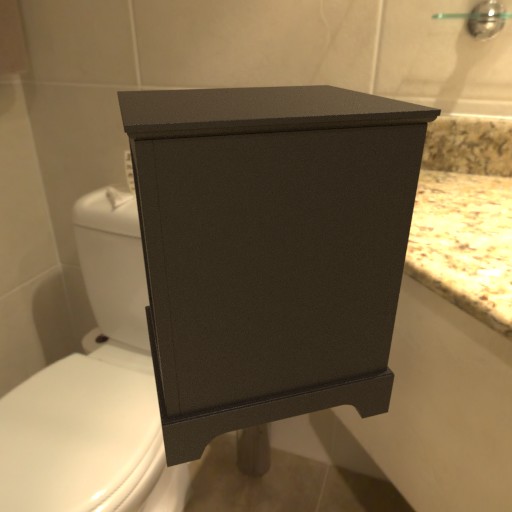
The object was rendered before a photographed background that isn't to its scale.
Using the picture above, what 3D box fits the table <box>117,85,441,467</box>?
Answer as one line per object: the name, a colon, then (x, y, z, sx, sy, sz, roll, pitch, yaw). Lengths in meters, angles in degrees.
table: (0.000, 0.000, 0.907, 0.460, 0.610, 0.399, -8, 27, -15)
